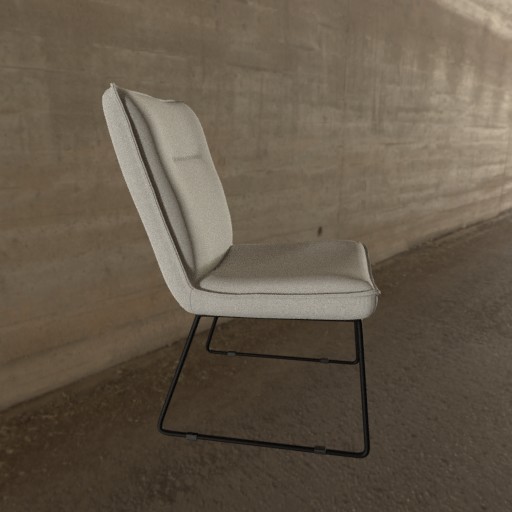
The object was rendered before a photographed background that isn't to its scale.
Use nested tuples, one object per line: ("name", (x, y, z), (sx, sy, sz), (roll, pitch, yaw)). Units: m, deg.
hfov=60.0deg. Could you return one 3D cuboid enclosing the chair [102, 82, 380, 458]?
("chair", (0.000, 0.000, 1.322), (0.688, 0.930, 0.515), (3, 15, 10))
